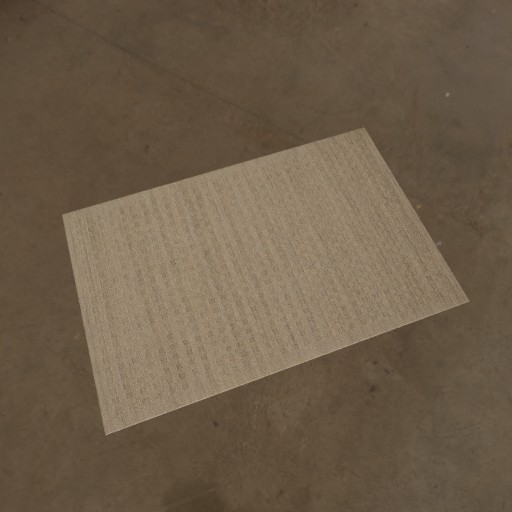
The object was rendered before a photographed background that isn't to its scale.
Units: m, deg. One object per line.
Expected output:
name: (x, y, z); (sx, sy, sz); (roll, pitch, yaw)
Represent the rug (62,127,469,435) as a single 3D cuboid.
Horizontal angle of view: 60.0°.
rug: (0.000, 0.000, 2.222); (1.752, 0.006, 1.142); (-18, 65, -9)
